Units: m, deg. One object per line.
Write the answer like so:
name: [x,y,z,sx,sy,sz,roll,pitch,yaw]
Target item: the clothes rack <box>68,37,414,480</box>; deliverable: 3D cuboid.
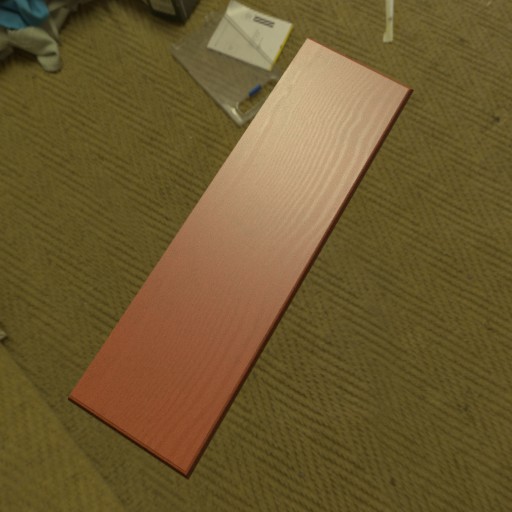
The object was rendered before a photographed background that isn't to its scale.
clothes rack: [0.000,0.000,1.500,0.362,0.594,1.251,30,78,7]
